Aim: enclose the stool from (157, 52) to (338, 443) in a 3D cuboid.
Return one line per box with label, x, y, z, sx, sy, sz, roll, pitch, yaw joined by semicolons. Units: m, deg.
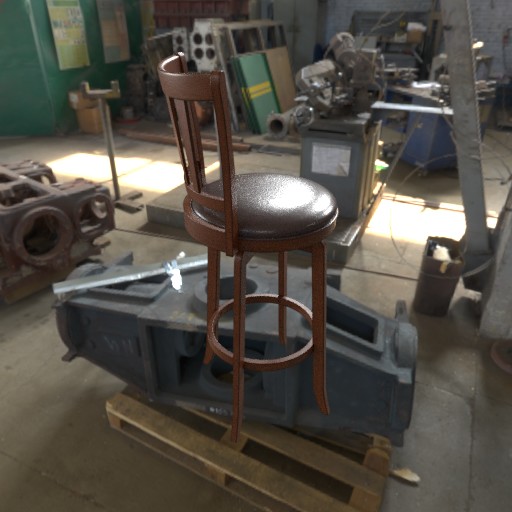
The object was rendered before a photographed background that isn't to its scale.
stool;0.000;0.000;1.435;0.503;1.177;0.464;-10;31;-17
